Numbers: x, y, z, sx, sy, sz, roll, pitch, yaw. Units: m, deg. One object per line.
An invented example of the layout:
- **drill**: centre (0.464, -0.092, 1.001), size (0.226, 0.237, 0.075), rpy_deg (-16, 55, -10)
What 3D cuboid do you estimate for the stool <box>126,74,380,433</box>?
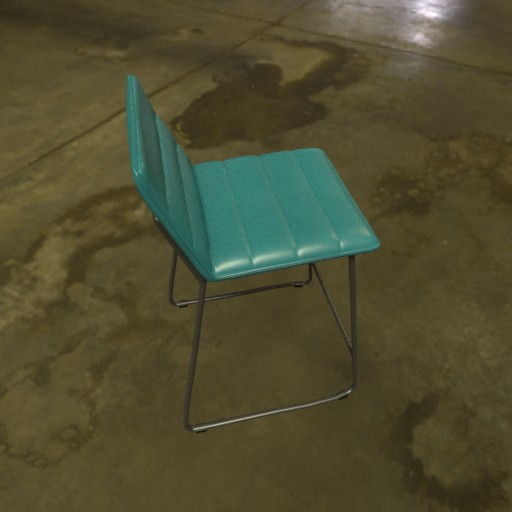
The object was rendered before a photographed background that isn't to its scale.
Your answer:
- **stool**: centre (0.000, 0.000, 1.165), size (0.524, 0.866, 0.489), rpy_deg (-9, 46, -9)
